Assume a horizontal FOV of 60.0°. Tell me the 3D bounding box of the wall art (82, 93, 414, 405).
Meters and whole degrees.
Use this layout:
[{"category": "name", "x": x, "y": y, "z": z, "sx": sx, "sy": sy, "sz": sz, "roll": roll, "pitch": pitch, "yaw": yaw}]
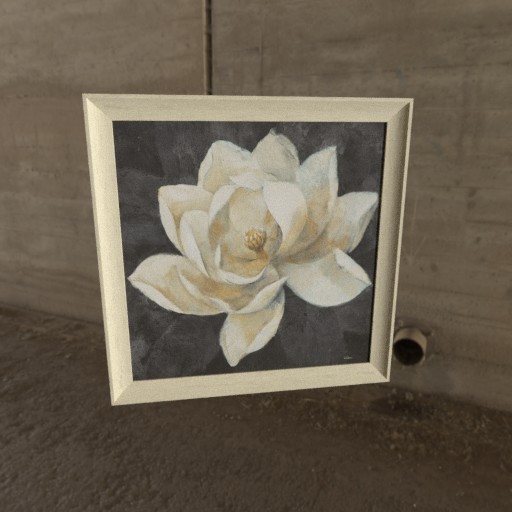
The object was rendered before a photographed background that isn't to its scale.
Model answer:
[{"category": "wall art", "x": 0.000, "y": 0.000, "z": 1.497, "sx": 1.016, "sy": 1.016, "sz": 0.045, "roll": -2, "pitch": 15, "yaw": -9}]
